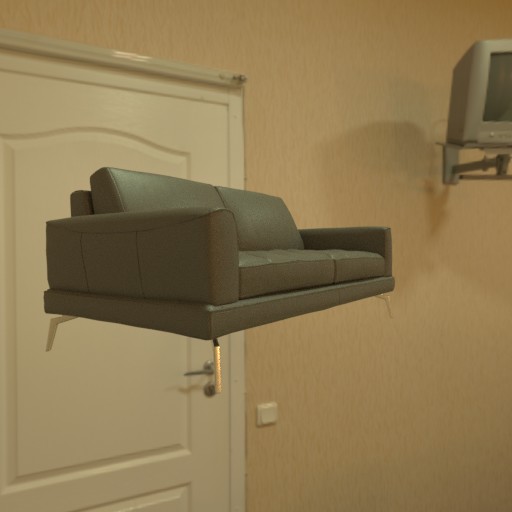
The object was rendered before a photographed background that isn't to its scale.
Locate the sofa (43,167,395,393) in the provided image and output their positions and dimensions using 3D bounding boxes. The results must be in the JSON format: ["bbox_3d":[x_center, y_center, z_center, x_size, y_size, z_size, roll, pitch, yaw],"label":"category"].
[{"bbox_3d":[0.000,0.000,2.735,1.121,0.930,2.177,1,1,34],"label":"sofa"}]
